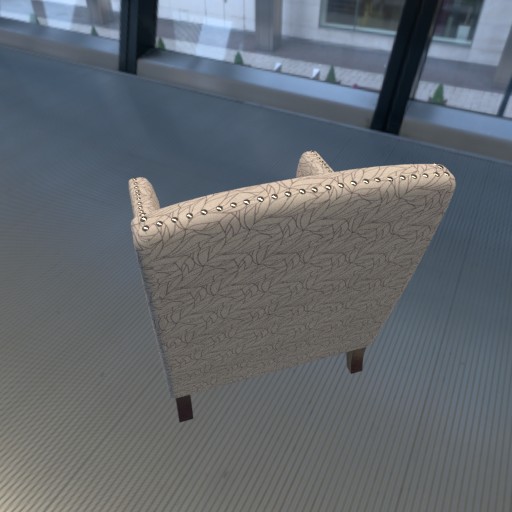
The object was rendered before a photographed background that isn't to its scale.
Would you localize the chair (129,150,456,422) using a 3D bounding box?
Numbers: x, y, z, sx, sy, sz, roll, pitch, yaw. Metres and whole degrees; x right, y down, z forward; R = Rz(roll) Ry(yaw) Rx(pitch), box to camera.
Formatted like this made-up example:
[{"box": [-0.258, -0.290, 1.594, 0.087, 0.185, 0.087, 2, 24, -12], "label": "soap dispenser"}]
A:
[{"box": [0.000, 0.000, 1.261, 0.623, 0.816, 0.651, -12, 42, -13], "label": "chair"}]
